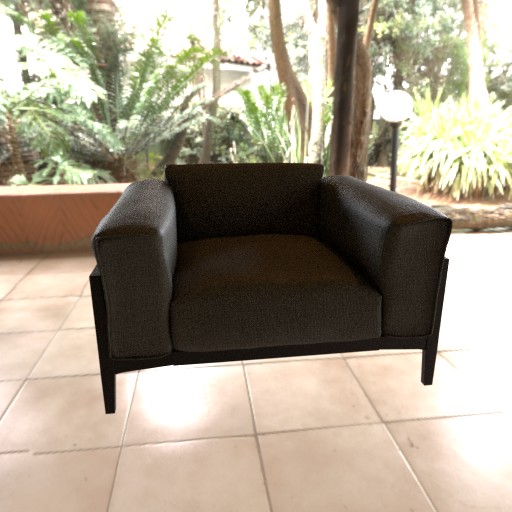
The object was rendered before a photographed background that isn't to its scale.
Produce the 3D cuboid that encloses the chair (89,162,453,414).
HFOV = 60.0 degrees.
[{"bbox_3d":[0.000,0.000,1.712,1.056,0.646,0.969,-3,18,-8],"label":"chair"}]
